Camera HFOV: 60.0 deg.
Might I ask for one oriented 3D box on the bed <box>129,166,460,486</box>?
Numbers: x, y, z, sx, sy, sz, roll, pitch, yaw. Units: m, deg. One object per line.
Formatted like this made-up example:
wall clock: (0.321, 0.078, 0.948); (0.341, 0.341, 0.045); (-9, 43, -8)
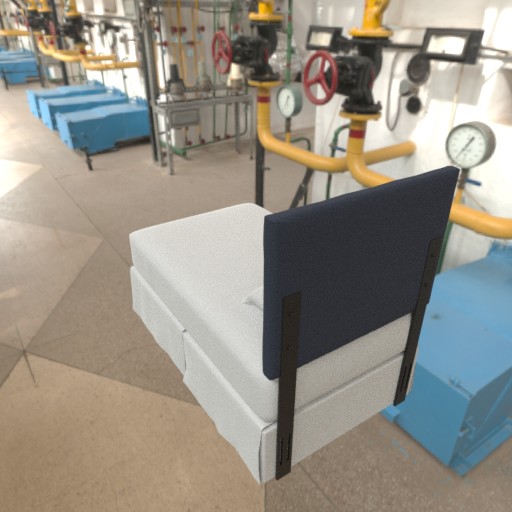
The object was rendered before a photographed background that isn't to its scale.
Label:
bed: (0.000, 0.000, 3.002); (1.261, 1.571, 1.997); (-18, 34, -29)
